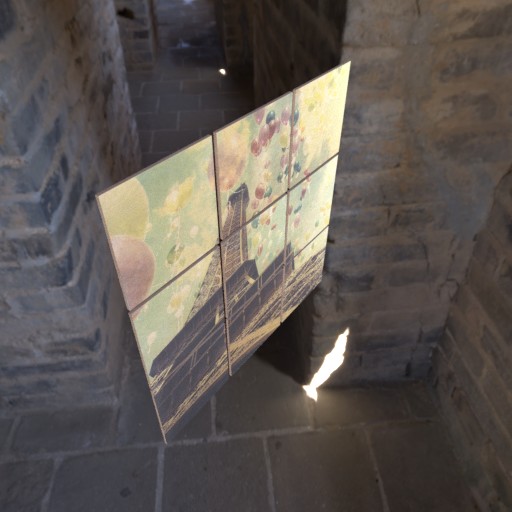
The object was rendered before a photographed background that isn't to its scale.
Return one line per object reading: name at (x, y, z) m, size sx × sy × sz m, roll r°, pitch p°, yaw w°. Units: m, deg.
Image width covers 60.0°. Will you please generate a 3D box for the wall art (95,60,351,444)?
wall art at (0.000, 0.000, 1.796) m, size 0.013 × 1.218 × 1.219 m, roll 27°, pitch 48°, yaw 27°
